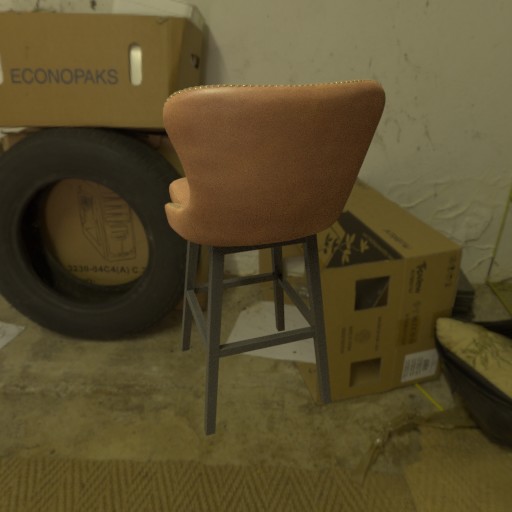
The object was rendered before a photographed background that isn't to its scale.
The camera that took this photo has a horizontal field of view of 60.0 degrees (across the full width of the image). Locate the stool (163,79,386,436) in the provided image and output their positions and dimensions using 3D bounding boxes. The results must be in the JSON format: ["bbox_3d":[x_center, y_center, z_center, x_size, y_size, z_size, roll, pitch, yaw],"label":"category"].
[{"bbox_3d":[0.000,0.000,1.360,0.528,1.050,0.601,-9,28,-16],"label":"stool"}]
